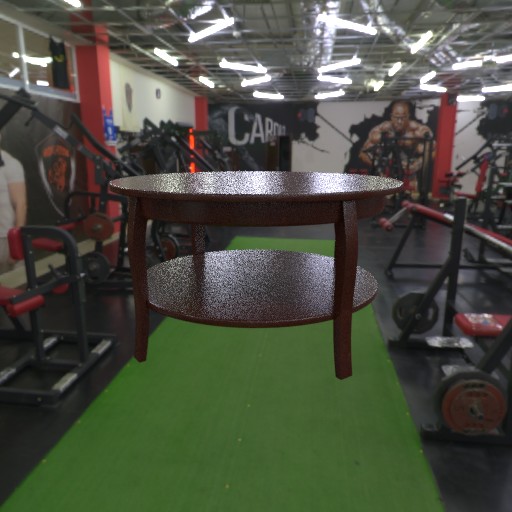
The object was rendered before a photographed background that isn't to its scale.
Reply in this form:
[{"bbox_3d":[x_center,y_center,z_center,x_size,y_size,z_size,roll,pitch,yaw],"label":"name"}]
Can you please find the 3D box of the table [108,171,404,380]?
[{"bbox_3d":[0.000,0.000,1.498,0.911,0.512,0.911,0,14,0],"label":"table"}]
